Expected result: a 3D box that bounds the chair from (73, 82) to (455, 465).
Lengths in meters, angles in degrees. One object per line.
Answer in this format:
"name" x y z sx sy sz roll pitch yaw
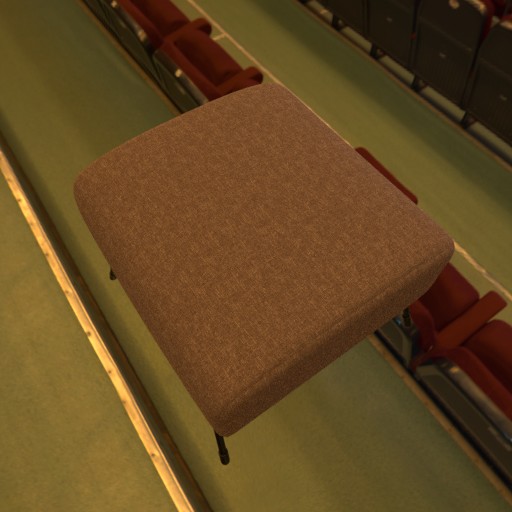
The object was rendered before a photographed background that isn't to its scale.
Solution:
"chair" 0.000 0.000 0.900 0.530 0.410 0.530 -31 64 -17
